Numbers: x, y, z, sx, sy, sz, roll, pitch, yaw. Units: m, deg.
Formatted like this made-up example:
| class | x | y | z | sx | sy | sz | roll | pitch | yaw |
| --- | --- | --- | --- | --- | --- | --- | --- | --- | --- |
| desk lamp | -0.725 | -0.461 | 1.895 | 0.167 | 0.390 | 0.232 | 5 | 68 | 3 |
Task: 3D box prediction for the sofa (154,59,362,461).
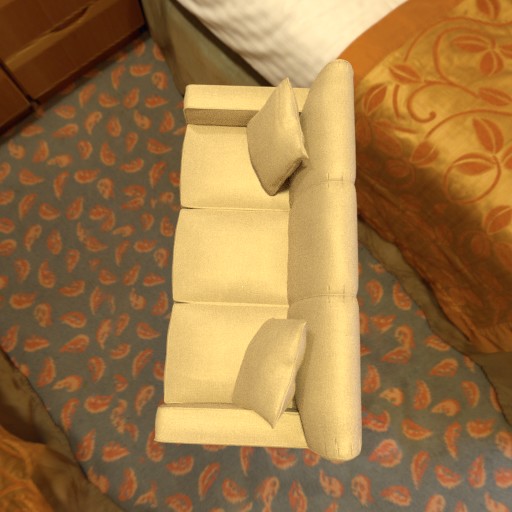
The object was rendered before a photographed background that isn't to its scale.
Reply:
| class | x | y | z | sx | sy | sz | roll | pitch | yaw |
| --- | --- | --- | --- | --- | --- | --- | --- | --- | --- |
| sofa | 0.000 | 0.000 | 2.555 | 0.997 | 0.958 | 2.024 | 2 | 75 | 1 |
